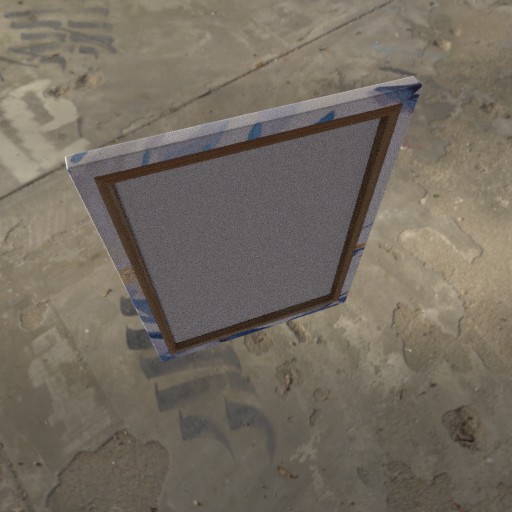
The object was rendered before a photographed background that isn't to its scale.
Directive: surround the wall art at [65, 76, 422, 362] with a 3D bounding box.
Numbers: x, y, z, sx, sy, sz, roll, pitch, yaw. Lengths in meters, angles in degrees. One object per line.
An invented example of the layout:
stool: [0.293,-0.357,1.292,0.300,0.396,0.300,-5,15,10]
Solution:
wall art: [0.000,0.000,1.326,0.761,1.015,0.038,-16,58,-11]
